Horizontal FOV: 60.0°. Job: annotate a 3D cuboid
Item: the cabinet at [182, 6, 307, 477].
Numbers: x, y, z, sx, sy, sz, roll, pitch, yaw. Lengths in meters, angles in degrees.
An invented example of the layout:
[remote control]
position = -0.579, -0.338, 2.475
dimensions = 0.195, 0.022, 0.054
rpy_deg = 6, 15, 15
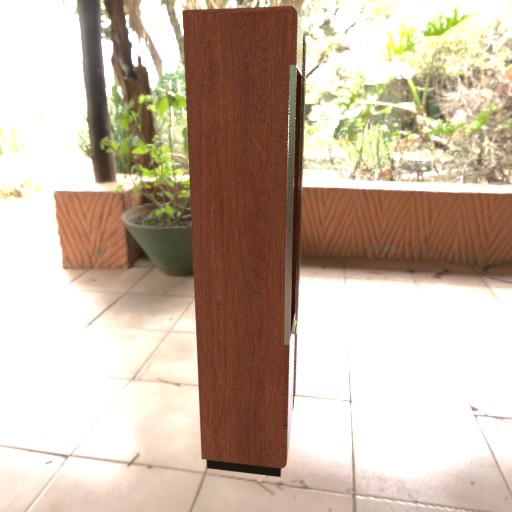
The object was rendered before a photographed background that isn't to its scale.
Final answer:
[cabinet]
position = 0.000, 0.000, 2.122
dimensions = 0.420, 1.980, 0.660
rpy_deg = 3, 17, 9
